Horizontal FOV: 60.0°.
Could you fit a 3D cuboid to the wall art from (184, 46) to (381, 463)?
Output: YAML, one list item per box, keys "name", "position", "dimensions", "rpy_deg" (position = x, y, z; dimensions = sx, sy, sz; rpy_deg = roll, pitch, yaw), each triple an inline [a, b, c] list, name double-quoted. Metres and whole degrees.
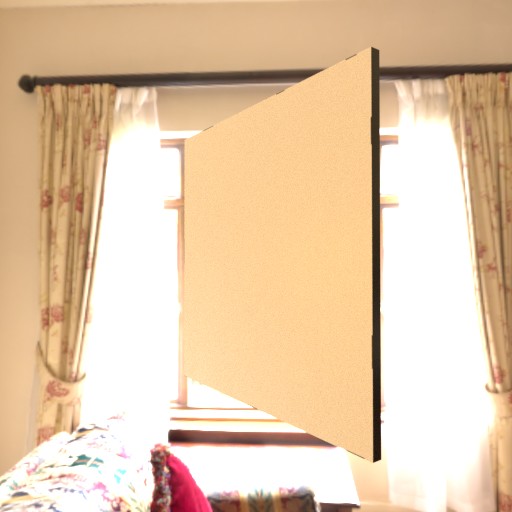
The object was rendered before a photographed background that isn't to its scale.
- name: "wall art"
  position: [0.000, 0.000, 0.658]
  dimensions: [0.014, 0.445, 0.446]
  rpy_deg: [1, -1, -35]
